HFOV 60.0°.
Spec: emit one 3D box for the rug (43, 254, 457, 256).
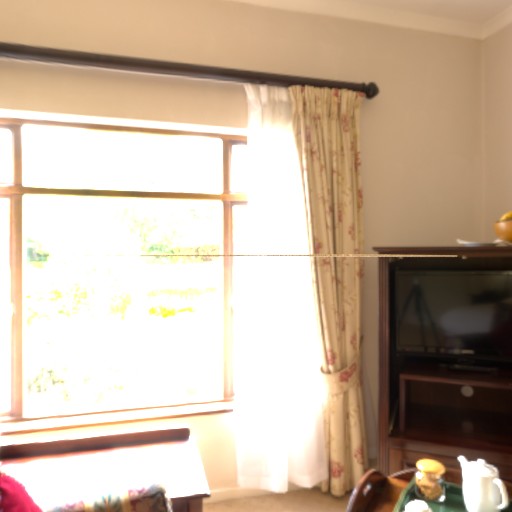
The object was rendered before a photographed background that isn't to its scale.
[{"bbox_3d":[0.000,0.000,4.148,3.037,0.010,2.453,0,0,36],"label":"rug"}]
